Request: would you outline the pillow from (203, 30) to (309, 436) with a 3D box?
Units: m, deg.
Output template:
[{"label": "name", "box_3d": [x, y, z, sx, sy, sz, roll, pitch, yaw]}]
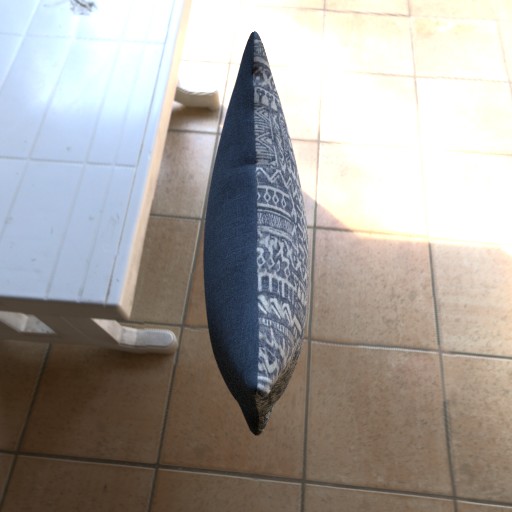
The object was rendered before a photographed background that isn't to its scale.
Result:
[{"label": "pillow", "box_3d": [0.000, 0.000, 0.769, 0.180, 0.487, 0.546, 0, 64, 0]}]
